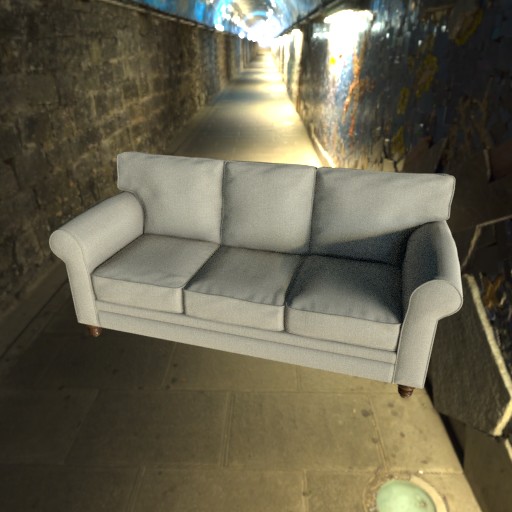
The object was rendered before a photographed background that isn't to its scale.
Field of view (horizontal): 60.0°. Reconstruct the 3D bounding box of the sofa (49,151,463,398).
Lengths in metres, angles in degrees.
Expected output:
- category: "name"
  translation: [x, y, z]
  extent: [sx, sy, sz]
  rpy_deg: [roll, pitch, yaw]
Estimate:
- category: "sofa"
  translation: [0.000, 0.000, 2.539]
  extent: [2.084, 0.961, 0.916]
  rpy_deg: [7, 27, 15]
